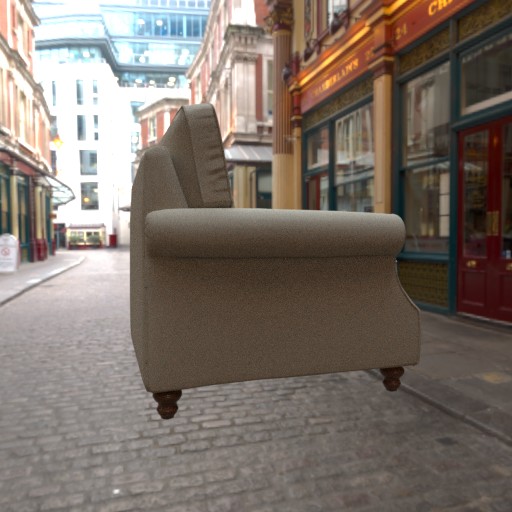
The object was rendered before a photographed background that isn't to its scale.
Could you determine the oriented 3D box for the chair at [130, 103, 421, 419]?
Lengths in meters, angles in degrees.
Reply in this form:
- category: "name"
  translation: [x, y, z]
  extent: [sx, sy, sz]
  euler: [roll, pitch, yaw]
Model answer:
- category: "chair"
  translation: [0.000, 0.000, 1.810]
  extent: [0.966, 0.967, 1.029]
  euler: [-1, 2, -18]
